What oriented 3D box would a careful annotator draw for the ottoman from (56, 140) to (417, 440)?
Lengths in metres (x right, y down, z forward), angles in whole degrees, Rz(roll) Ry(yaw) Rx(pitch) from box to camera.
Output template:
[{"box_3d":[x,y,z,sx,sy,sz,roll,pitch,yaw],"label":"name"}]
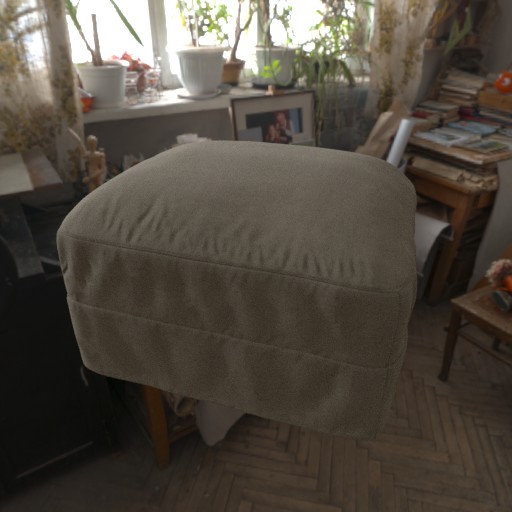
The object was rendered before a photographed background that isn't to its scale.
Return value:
[{"box_3d":[0.000,0.000,1.048,0.712,0.480,0.584,9,31,16],"label":"ottoman"}]
